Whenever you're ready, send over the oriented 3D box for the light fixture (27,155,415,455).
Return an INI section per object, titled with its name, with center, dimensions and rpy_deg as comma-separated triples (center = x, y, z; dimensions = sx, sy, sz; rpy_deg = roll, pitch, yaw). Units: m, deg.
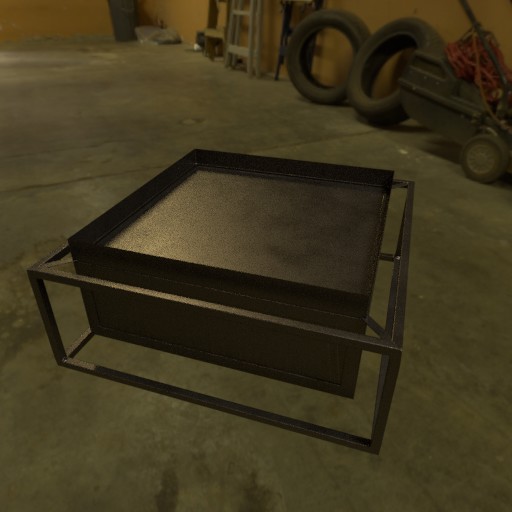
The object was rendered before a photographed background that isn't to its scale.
[light fixture]
center = 0.000, 0.000, 0.691
dimensions = 0.441, 0.191, 0.441
rpy_deg = 10, 33, 16
